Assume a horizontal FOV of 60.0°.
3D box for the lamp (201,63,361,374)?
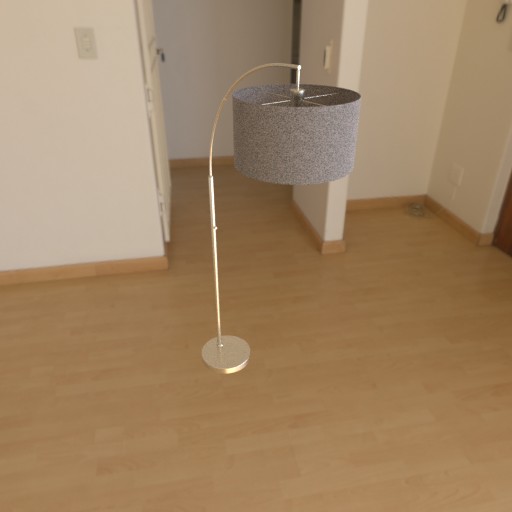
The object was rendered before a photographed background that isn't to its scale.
[{"bbox_3d":[0.000,0.000,2.125,0.452,1.735,0.934,-20,35,-31],"label":"lamp"}]
